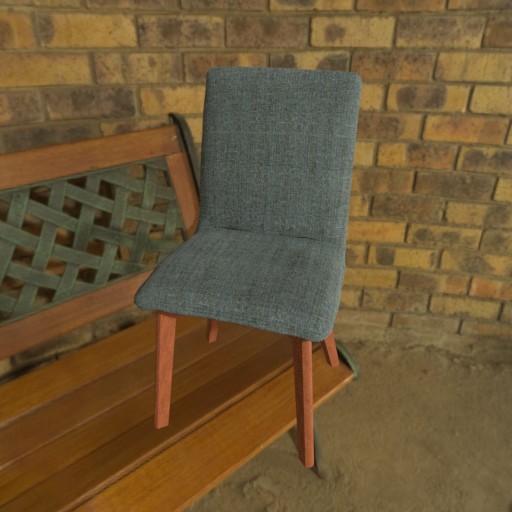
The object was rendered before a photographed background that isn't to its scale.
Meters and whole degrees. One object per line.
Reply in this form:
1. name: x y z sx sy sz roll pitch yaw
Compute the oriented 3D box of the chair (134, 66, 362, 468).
1. chair: 0.000 0.000 1.285 0.522 0.974 0.563 8 28 15
